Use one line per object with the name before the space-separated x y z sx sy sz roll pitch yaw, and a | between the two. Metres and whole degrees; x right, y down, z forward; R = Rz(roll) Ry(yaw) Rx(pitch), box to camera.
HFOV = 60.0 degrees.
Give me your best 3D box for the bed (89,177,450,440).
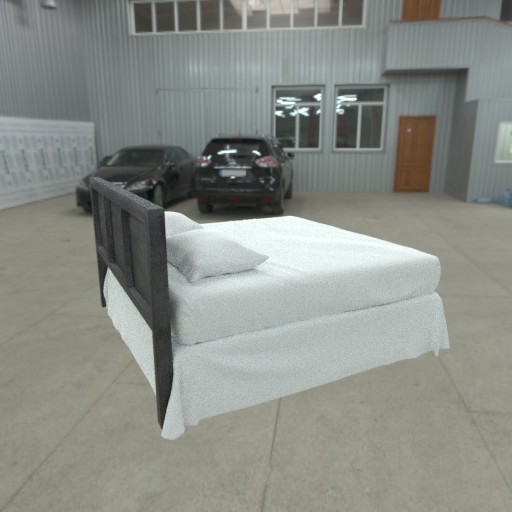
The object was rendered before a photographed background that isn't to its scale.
bed | 0.000 0.000 3.485 2.165 1.158 2.255 -7 16 -26
